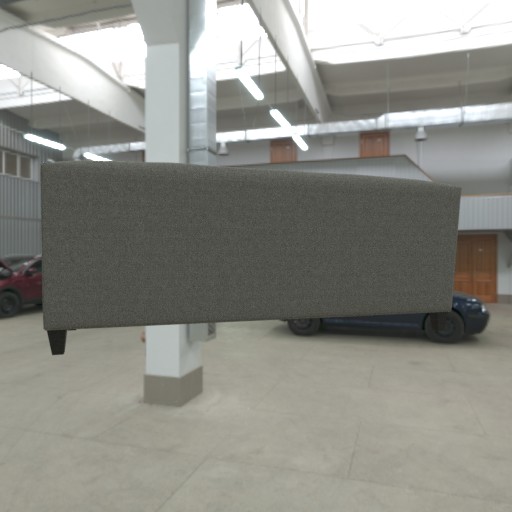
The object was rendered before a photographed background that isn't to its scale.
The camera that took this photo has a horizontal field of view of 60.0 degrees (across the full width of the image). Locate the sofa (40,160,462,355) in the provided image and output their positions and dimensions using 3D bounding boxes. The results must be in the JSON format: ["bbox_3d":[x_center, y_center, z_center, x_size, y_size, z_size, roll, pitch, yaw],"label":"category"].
[{"bbox_3d":[0.000,0.000,2.667,2.235,0.901,0.914,0,0,-18],"label":"sofa"}]
